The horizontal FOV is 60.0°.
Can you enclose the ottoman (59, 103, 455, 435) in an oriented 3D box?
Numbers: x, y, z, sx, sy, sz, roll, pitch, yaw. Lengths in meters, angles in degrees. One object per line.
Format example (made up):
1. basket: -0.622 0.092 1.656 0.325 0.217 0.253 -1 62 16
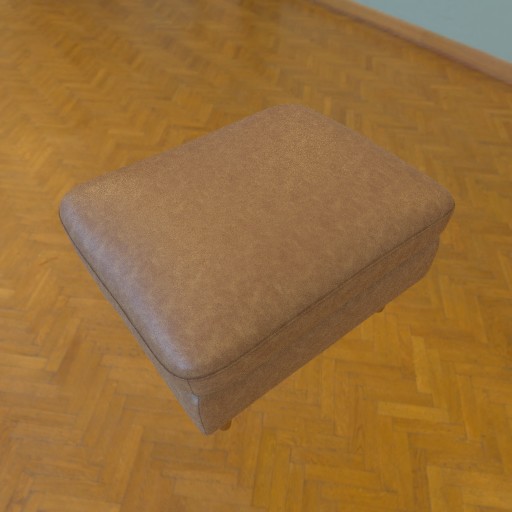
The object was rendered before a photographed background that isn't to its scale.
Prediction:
1. ottoman: 0.000 0.000 1.115 0.747 0.478 0.593 -30 54 -25
